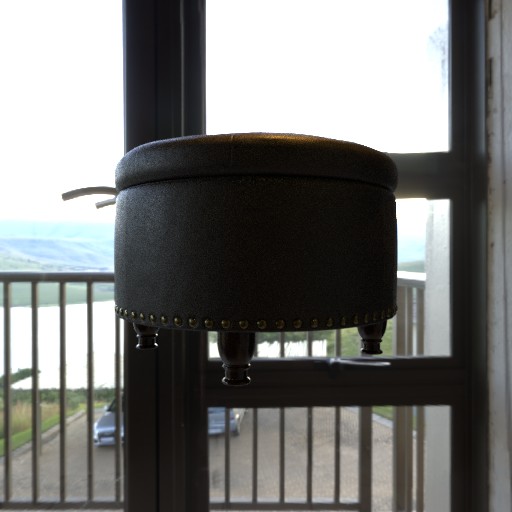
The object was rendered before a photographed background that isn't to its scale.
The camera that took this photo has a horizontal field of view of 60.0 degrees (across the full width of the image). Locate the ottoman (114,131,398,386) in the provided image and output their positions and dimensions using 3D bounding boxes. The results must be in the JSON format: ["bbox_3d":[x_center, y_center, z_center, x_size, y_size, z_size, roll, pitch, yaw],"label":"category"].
[{"bbox_3d":[0.000,0.000,1.044,0.637,0.442,0.637,0,0,0],"label":"ottoman"}]
